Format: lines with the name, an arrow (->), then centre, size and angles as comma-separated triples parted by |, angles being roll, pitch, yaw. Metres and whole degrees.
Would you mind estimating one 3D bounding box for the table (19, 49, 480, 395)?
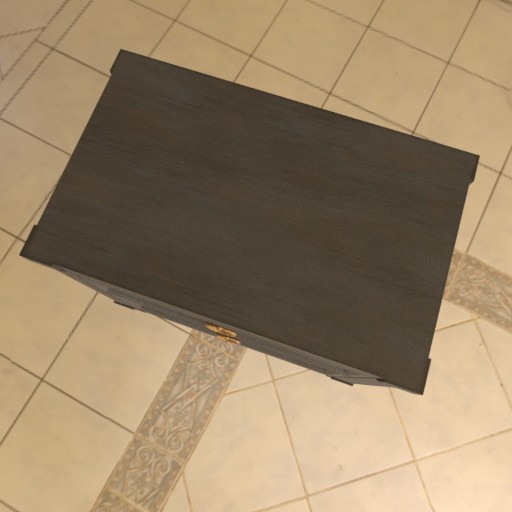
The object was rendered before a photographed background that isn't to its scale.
table -> 0.000, 0.000, 1.045 | 0.660, 0.660, 0.413 | 18, 76, 5
